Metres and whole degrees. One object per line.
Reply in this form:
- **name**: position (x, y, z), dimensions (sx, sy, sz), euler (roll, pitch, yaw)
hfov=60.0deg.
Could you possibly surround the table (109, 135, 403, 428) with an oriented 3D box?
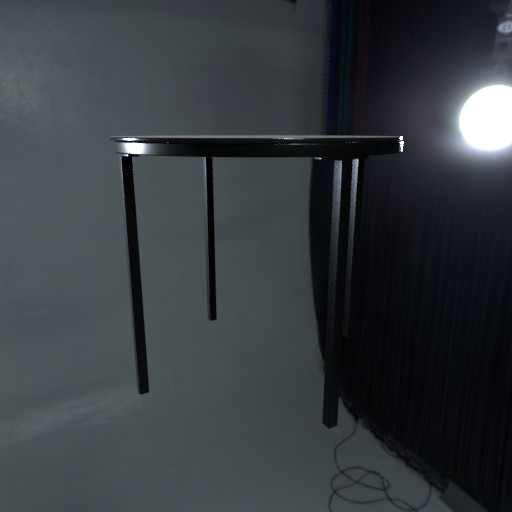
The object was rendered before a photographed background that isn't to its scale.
- **table**: position (0.000, 0.000, 0.850), dimensions (0.499, 0.443, 0.499), euler (0, 16, 0)
